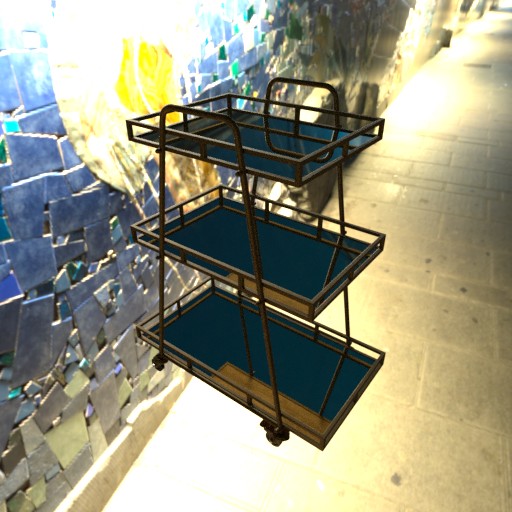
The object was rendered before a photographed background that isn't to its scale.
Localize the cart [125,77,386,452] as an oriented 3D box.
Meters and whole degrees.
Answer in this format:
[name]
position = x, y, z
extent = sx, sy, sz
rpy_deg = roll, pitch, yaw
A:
[cart]
position = 0.000, 0.000, 1.251
extent = 0.711, 0.883, 0.441
rpy_deg = 22, 38, 31
